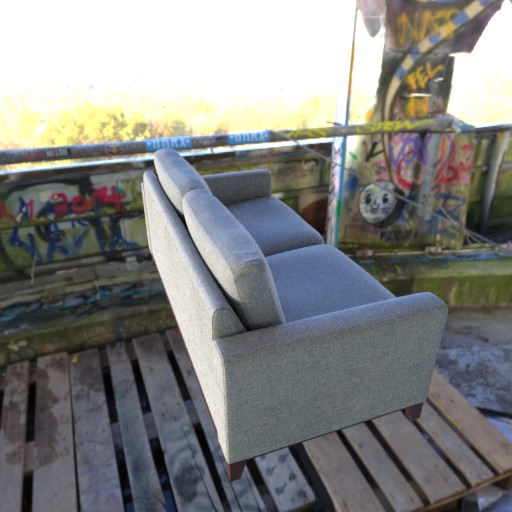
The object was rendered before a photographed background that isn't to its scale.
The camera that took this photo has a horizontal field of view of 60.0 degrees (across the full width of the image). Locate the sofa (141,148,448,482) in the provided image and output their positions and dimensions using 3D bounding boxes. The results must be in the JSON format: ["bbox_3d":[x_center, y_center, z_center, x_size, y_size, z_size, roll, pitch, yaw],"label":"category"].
[{"bbox_3d":[0.000,0.000,2.480,0.969,0.892,1.978,-10,29,-18],"label":"sofa"}]
